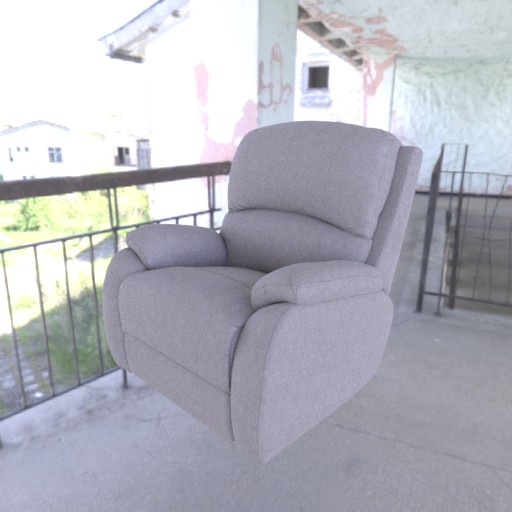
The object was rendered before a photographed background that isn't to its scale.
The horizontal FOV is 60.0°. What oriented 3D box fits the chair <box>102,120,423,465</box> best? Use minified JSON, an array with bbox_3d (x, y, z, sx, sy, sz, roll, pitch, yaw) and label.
[{"bbox_3d":[0.000,0.000,1.716,0.930,1.011,0.899,15,22,42],"label":"chair"}]
